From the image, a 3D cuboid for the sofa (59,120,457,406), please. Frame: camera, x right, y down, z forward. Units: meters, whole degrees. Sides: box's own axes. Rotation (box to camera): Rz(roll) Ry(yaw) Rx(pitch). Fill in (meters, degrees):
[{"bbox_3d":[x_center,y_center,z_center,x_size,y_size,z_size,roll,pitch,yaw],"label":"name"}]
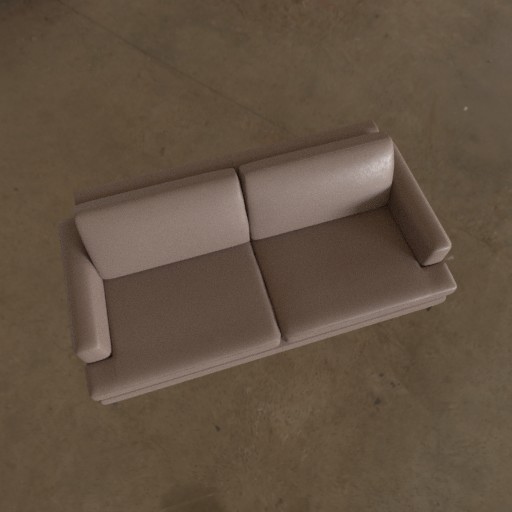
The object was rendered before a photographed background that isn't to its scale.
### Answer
[{"bbox_3d":[0.000,0.000,2.385,1.940,0.765,0.974,-15,64,-8],"label":"sofa"}]
